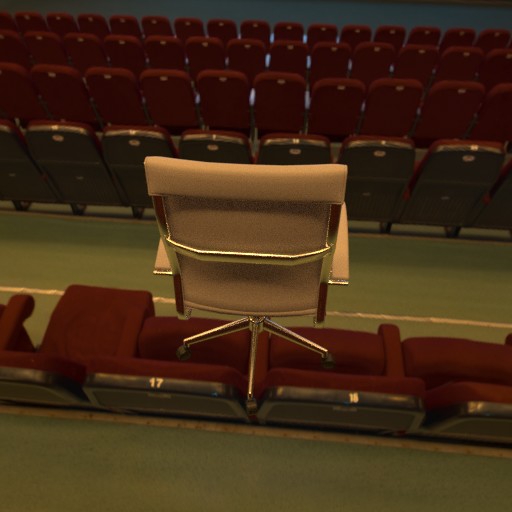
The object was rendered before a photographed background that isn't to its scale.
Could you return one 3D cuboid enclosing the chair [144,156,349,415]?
[{"bbox_3d":[0.000,0.000,1.552,0.679,1.149,0.667,3,45,3],"label":"chair"}]
